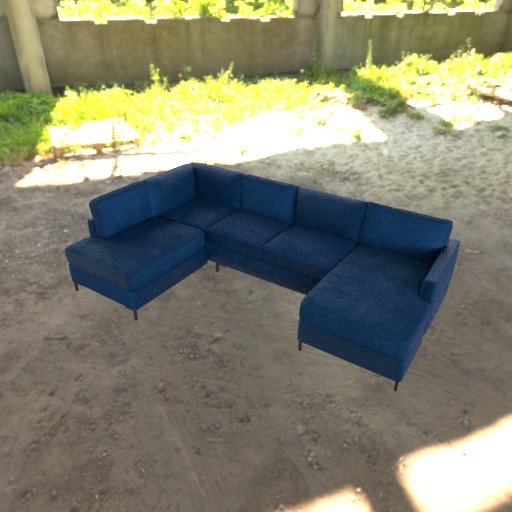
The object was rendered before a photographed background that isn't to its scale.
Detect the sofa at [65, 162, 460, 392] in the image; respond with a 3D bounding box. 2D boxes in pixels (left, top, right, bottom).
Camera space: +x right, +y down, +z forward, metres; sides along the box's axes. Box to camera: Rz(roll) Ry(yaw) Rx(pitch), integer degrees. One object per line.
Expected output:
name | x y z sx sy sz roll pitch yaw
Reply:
sofa | 0.000 0.000 4.478 3.434 0.992 2.055 18 34 29
